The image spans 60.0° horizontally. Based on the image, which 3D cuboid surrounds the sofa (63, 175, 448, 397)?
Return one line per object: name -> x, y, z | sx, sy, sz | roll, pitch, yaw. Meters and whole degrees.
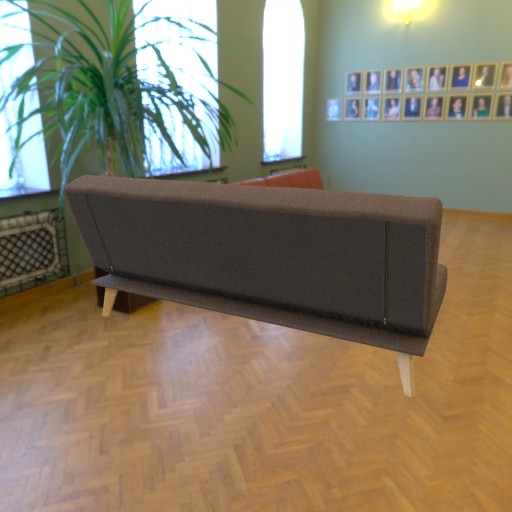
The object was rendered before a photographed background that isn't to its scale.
sofa -> 0.000, 0.000, 2.306 | 1.800, 0.810, 0.860 | 8, 18, 27
